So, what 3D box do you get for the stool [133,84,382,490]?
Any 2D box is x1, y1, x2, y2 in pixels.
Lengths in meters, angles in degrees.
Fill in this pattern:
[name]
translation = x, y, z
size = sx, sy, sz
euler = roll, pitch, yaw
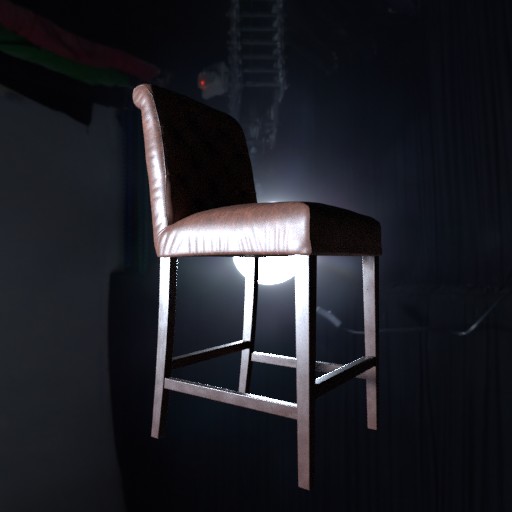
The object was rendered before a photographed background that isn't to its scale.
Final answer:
[stool]
translation = 0.000, 0.000, 1.392
size = 0.660, 1.084, 0.486
euler = 0, -1, 35
